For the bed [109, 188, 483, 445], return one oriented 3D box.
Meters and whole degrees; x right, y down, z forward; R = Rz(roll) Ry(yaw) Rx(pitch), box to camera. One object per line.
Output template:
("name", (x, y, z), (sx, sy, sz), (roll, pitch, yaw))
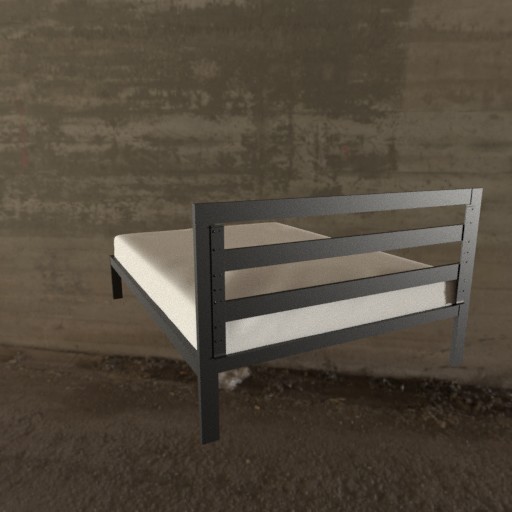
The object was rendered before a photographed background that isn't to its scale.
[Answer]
("bed", (0.000, 0.000, 2.886), (1.524, 0.967, 2.062), (-7, 15, -26))
